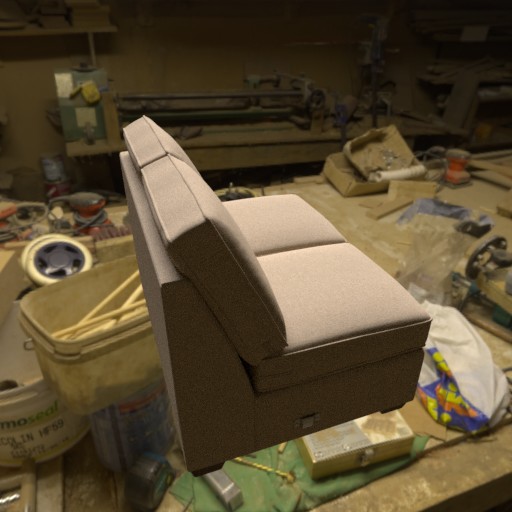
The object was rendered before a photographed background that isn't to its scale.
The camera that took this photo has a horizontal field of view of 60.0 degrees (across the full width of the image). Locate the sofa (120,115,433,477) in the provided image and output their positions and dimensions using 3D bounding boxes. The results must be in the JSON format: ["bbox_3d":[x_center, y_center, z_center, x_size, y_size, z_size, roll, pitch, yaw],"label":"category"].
[{"bbox_3d":[0.000,0.000,1.922,0.951,1.008,1.237,-10,31,-17],"label":"sofa"}]
